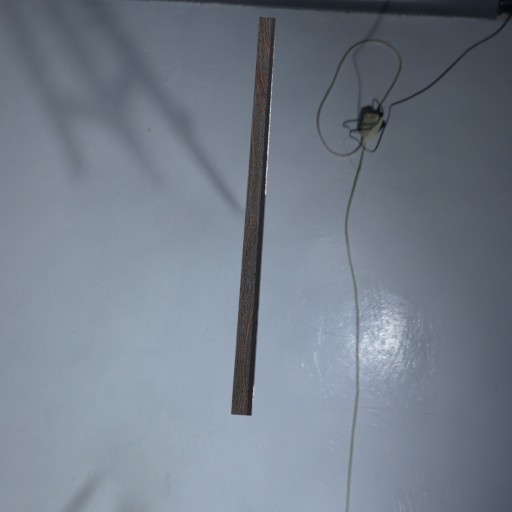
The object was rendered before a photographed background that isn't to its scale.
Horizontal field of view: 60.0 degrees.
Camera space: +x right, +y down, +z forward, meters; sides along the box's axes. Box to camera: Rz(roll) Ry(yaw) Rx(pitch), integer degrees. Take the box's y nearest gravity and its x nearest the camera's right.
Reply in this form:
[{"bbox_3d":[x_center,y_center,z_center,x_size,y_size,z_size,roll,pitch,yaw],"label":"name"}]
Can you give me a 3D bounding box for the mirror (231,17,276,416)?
[{"bbox_3d":[0.000,0.000,1.195,0.032,0.882,0.730,3,76,1],"label":"mirror"}]
